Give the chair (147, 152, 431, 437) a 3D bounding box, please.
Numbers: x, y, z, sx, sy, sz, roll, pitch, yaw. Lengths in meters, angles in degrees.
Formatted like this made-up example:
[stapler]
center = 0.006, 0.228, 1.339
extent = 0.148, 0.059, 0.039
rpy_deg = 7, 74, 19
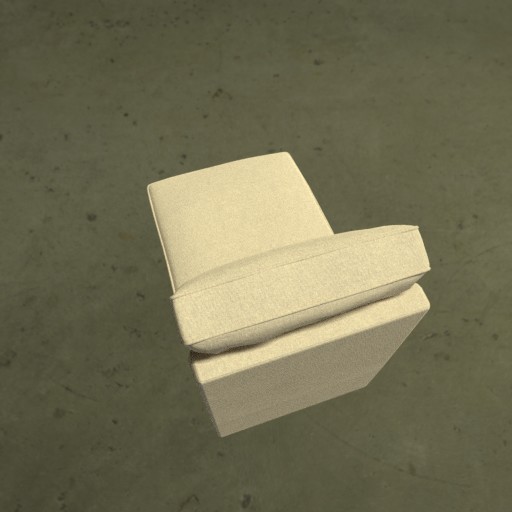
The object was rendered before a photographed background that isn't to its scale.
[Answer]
[chair]
center = 0.000, 0.000, 1.549
extent = 0.621, 0.970, 0.938
rpy_deg = -16, 60, -10
